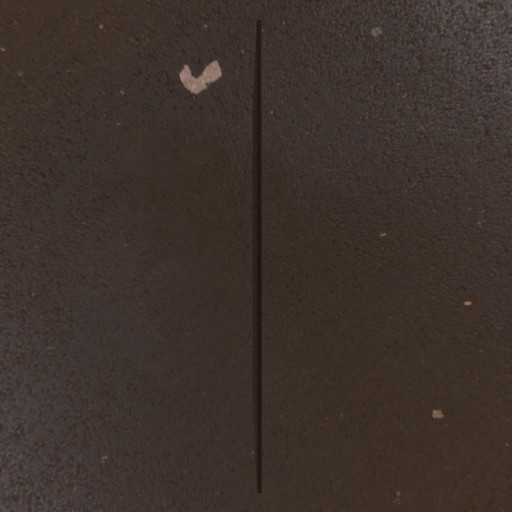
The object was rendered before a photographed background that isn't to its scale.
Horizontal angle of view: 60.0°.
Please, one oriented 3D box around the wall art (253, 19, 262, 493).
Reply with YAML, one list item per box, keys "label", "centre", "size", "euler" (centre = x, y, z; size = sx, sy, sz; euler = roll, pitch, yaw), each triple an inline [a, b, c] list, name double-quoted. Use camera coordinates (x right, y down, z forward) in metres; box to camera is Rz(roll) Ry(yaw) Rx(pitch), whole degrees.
- label: "wall art"
  centre: [0.000, 0.000, 1.518]
  size: [0.013, 0.811, 1.192]
  euler: [0, 91, -1]
